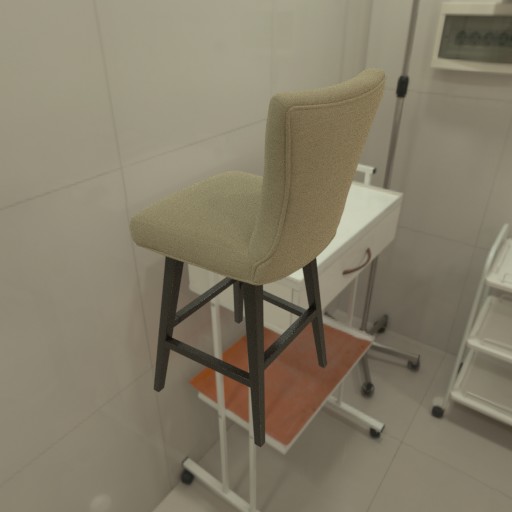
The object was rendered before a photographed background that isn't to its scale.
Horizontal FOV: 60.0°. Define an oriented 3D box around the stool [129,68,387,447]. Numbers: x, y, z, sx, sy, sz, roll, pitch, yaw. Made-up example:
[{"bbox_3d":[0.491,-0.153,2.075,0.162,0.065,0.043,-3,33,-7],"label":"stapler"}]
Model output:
[{"bbox_3d":[0.000,0.000,1.396,0.574,1.086,0.514,20,35,30],"label":"stool"}]
